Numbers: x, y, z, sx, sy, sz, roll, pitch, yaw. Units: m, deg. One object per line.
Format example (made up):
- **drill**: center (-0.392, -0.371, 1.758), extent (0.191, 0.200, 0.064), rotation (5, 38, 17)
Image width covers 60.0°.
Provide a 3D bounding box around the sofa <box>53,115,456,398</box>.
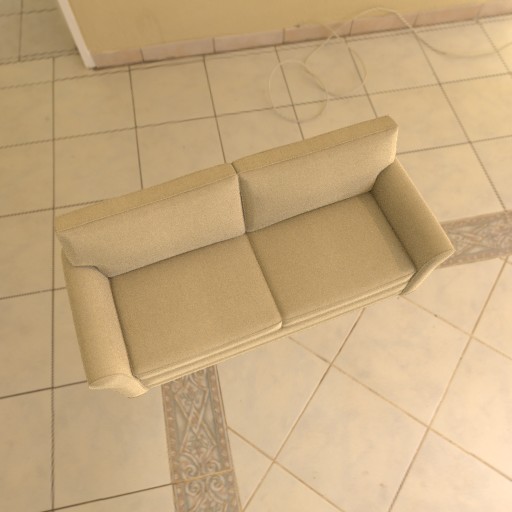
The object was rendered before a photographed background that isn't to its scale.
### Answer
- **sofa**: center (0.000, 0.000, 2.662), extent (2.146, 0.962, 0.901), rotation (-19, 66, -9)
